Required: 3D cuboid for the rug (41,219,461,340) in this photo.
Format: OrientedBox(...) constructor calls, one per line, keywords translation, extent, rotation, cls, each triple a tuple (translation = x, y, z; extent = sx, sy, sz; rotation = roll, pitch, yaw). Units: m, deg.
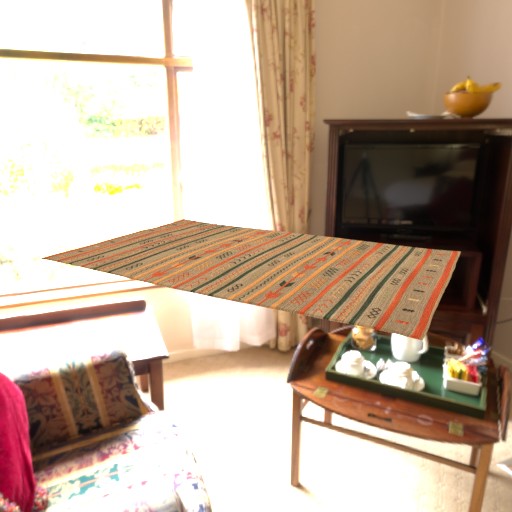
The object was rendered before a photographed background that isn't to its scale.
OrientedBox(translation=(0.000, 0.000, 3.037), extent=(2.439, 0.029, 1.537), rotation=(9, 18, 28), cls="rug")
